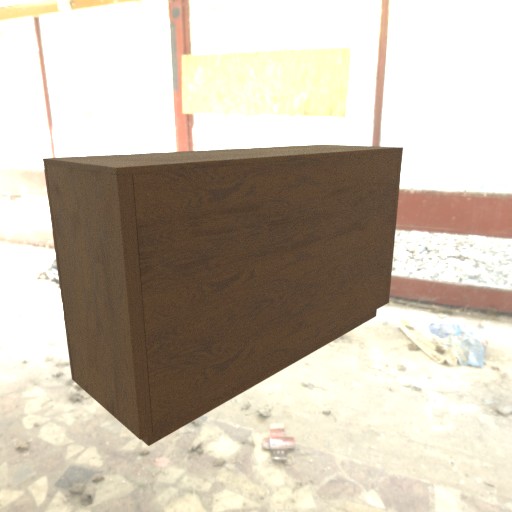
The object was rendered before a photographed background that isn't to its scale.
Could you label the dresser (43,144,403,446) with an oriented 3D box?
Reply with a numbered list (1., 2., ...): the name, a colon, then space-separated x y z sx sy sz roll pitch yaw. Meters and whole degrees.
1. dresser: 0.000 0.000 1.933 0.512 0.889 1.523 16 22 42
